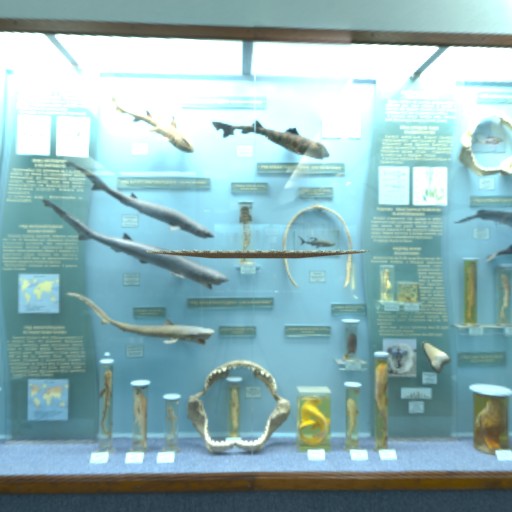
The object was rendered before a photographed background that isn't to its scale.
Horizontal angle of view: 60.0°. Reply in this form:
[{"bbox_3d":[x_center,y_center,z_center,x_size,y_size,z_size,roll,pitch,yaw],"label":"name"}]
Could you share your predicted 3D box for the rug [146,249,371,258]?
[{"bbox_3d":[0.000,0.000,2.720,0.774,0.011,2.449,0,-1,0],"label":"rug"}]
